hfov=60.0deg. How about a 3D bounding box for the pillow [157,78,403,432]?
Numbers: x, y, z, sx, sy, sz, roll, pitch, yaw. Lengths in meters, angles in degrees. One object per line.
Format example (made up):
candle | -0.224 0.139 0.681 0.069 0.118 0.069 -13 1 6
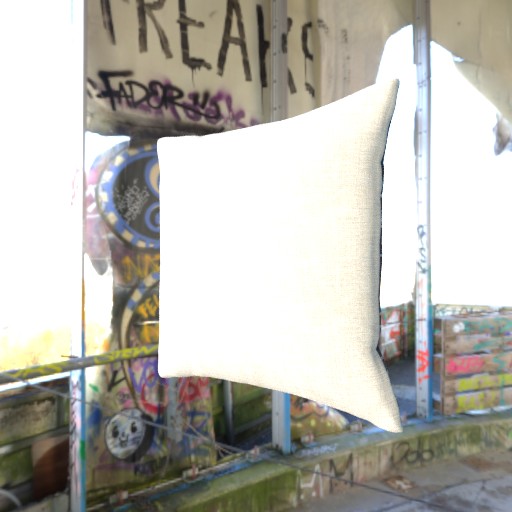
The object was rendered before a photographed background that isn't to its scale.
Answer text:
pillow | 0.000 0.000 0.785 0.517 0.508 0.158 -1 -1 37
